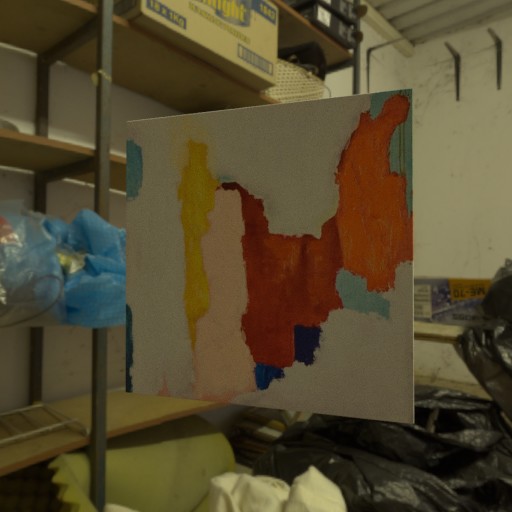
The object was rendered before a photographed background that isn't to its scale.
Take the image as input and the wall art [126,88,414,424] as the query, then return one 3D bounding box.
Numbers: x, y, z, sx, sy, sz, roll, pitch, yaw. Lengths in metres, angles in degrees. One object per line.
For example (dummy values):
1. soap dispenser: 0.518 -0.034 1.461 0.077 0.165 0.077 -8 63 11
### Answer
1. wall art: 0.000 0.000 1.521 1.017 1.017 0.044 0 -1 19
